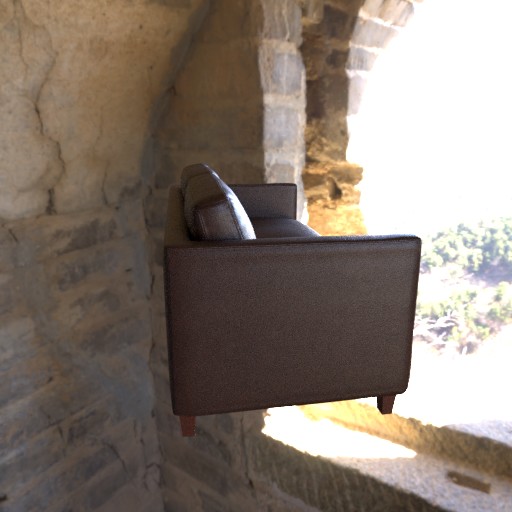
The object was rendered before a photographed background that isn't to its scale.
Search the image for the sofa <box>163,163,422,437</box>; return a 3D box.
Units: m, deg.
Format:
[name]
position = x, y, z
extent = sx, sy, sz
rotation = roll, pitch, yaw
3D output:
[sofa]
position = 0.000, 0.000, 2.461
extent = 0.951, 0.933, 1.883
rotation = -3, 16, -9
